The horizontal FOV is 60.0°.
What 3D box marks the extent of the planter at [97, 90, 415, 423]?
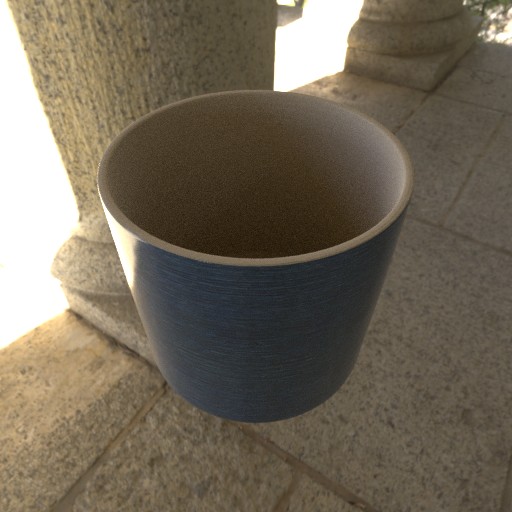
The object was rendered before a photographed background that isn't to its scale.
[{"bbox_3d":[0.000,0.000,0.389,0.221,0.201,0.221,0,44,0],"label":"planter"}]
